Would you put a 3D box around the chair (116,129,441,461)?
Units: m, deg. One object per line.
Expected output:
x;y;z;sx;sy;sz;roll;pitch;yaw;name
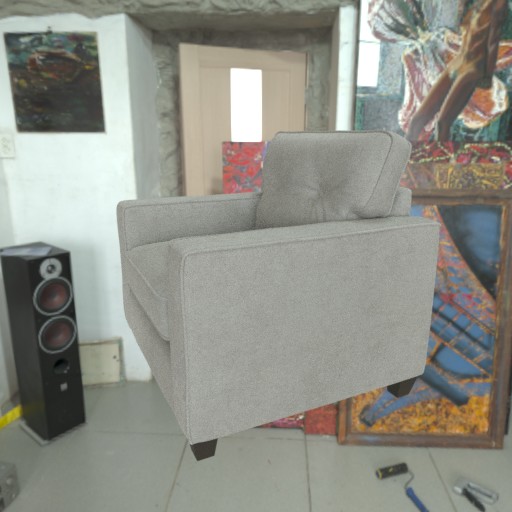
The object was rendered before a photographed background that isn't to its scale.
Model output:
0.000;0.000;1.767;0.939;0.965;1.015;-7;17;-25;chair
